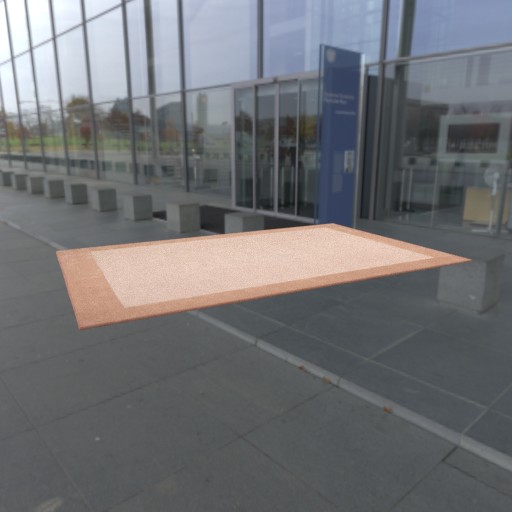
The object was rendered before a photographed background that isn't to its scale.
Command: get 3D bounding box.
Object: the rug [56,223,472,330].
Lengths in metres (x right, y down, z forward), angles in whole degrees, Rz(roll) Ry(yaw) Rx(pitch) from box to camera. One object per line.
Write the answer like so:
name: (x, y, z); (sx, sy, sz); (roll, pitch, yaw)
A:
rug: (0.000, 0.000, 3.048); (2.438, 0.014, 1.524); (-7, 16, -26)
